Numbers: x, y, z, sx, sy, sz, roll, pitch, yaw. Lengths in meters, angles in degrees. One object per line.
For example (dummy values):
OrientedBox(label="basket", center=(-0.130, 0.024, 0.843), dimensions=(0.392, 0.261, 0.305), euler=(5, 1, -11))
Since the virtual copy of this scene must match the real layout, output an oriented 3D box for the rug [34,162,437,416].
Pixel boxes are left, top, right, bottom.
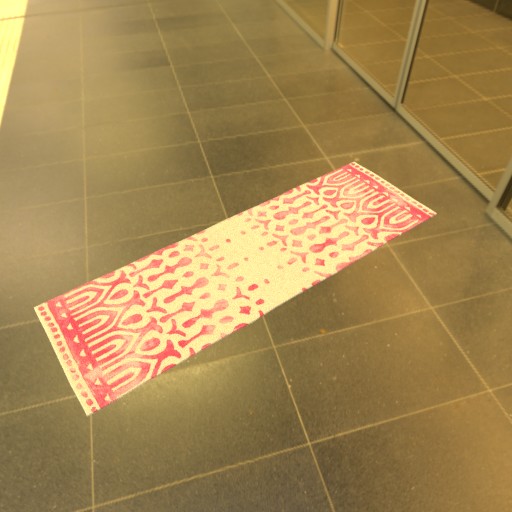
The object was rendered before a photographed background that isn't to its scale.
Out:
OrientedBox(label="rug", center=(0.000, 0.000, 2.723), dimensions=(2.458, 0.011, 0.787), euler=(-27, 52, -24))
